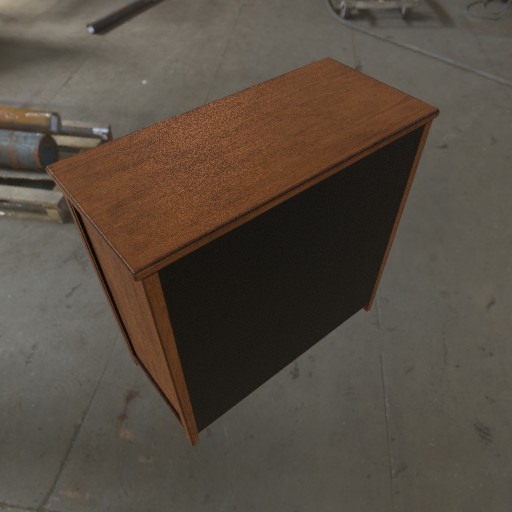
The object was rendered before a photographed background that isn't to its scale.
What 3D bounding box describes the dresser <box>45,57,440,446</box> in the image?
[{"bbox_3d":[0.000,0.000,1.951,1.250,1.224,0.591,-31,55,-25],"label":"dresser"}]
